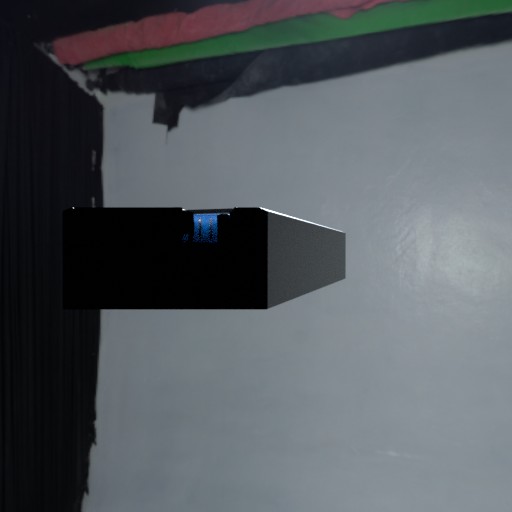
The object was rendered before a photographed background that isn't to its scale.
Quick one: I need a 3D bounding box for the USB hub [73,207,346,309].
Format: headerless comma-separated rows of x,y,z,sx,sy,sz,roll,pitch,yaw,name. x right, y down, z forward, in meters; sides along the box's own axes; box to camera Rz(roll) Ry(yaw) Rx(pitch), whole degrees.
0.000,0.000,0.159,0.044,0.023,0.145,0,1,20,USB hub
